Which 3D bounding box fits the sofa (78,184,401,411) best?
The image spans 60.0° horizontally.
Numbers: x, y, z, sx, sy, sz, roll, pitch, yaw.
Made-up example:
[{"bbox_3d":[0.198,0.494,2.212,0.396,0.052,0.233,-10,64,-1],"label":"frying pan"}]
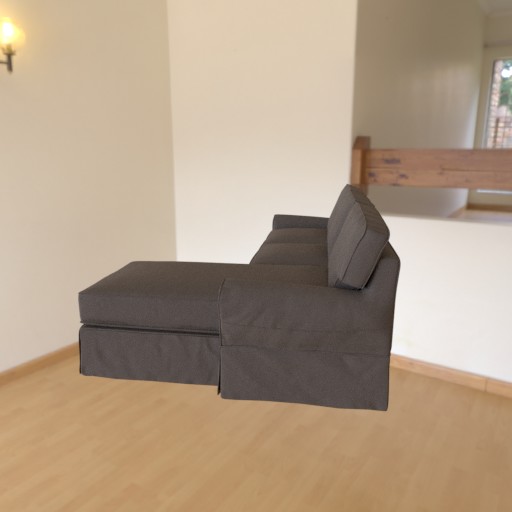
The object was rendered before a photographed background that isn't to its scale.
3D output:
[{"bbox_3d":[0.000,0.000,3.385,1.733,0.978,2.475,2,14,9],"label":"sofa"}]
